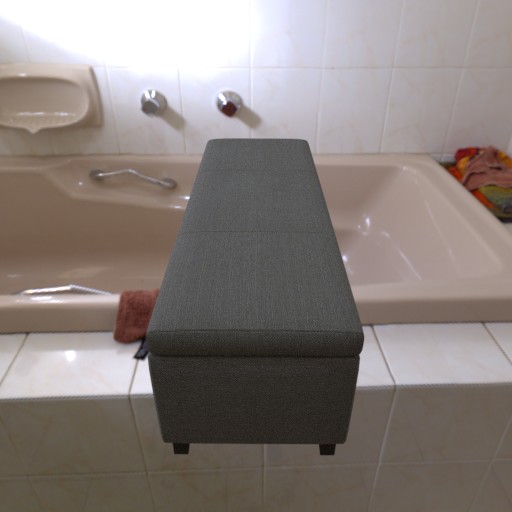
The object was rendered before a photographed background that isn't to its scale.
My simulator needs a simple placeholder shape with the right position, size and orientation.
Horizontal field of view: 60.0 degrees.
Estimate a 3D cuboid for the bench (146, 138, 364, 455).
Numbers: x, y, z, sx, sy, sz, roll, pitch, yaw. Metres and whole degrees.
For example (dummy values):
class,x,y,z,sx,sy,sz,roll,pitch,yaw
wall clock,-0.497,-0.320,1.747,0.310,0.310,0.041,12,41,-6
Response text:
class,x,y,z,sx,sy,sz,roll,pitch,yaw
bench,0.000,0.000,1.504,0.446,0.438,1.269,0,32,0
